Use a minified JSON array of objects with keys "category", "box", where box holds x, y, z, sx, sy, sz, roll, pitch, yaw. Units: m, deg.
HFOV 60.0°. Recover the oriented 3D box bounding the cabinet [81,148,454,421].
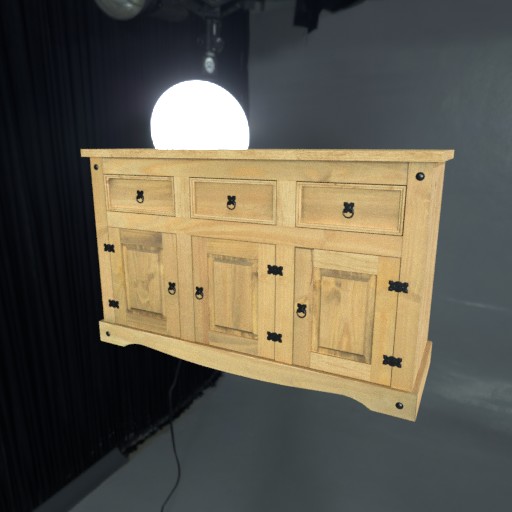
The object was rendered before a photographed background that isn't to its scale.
[{"category":"cabinet","box":[0.000,0.000,1.734,1.321,0.810,0.432,7,16,26]}]
